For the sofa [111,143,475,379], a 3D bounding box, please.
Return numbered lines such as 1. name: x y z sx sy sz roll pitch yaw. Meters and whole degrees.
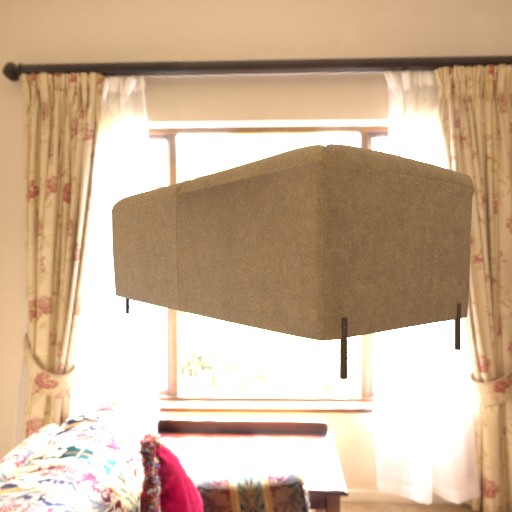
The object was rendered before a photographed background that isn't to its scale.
1. sofa: 0.000 0.000 2.306 0.905 0.747 1.878 0 0 -37
